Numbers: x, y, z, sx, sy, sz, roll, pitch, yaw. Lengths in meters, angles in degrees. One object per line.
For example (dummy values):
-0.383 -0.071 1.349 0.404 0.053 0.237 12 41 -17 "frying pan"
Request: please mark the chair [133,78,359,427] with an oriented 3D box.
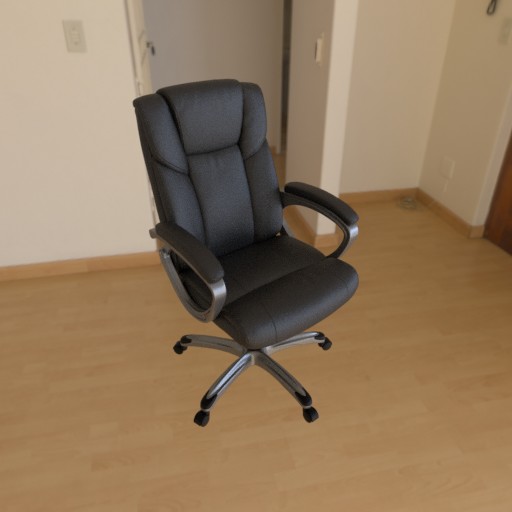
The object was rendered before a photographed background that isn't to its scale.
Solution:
0.000 0.000 1.620 0.721 1.130 0.719 -21 37 -32 "chair"
